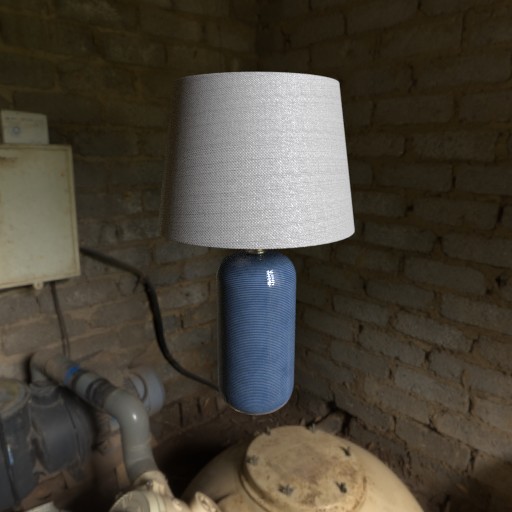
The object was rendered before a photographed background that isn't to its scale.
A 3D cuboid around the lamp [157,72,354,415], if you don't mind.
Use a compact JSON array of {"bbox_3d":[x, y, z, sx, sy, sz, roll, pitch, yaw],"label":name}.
[{"bbox_3d":[0.000,0.000,0.590,0.253,0.428,0.253,0,14,0],"label":"lamp"}]
